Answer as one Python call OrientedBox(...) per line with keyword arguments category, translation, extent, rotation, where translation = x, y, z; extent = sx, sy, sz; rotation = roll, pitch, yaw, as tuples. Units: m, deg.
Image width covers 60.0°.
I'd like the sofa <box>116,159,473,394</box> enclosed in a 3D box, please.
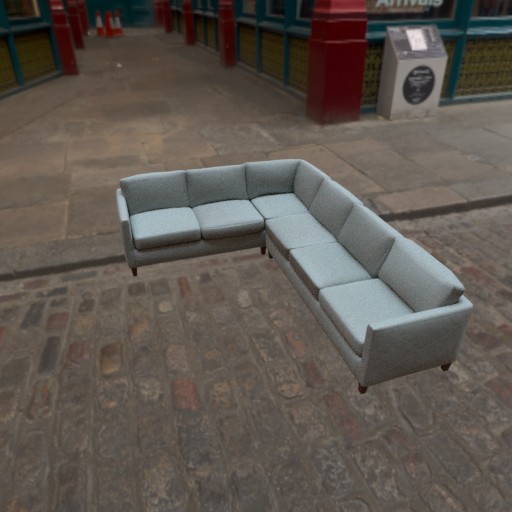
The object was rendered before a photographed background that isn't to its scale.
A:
OrientedBox(category="sofa", translation=(0.000, 0.000, 4.548), extent=(2.592, 0.947, 3.301), rotation=(-10, 32, -15))
